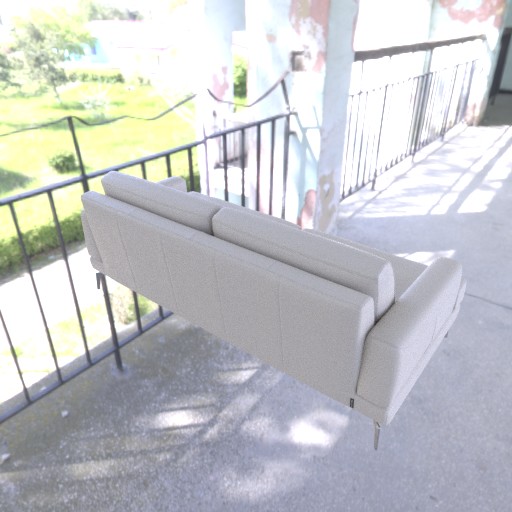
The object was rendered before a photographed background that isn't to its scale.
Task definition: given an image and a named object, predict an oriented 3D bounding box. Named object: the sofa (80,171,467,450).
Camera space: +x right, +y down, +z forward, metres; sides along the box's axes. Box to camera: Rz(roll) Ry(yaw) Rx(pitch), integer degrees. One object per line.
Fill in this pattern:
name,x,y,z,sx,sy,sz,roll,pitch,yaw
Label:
sofa,0.000,0.000,2.374,1.940,0.765,0.974,21,36,32
